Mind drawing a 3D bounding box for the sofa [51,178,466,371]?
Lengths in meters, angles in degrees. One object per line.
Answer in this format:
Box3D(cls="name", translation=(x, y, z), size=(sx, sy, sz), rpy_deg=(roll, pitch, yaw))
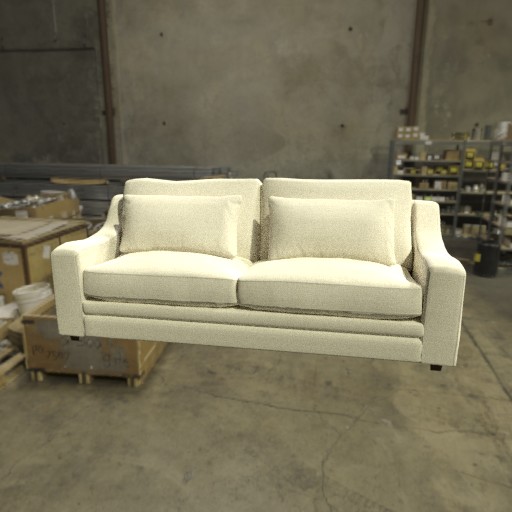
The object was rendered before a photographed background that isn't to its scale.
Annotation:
Box3D(cls="sofa", translation=(0.000, 0.000, 3.030), size=(2.470, 1.022, 1.009), rpy_deg=(3, 14, 10))
